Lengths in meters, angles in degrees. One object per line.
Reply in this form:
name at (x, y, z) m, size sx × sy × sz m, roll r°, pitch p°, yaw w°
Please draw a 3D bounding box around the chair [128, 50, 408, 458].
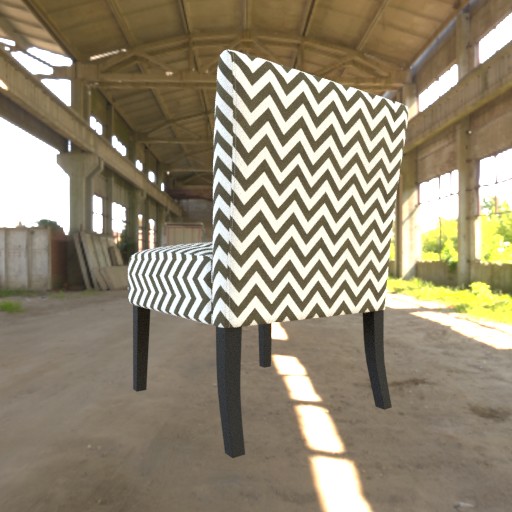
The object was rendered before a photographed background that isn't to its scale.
chair at (0.000, 0.000, 1.300) m, size 0.589 × 0.838 × 0.648 m, roll 0°, pitch 0°, yaw -36°
